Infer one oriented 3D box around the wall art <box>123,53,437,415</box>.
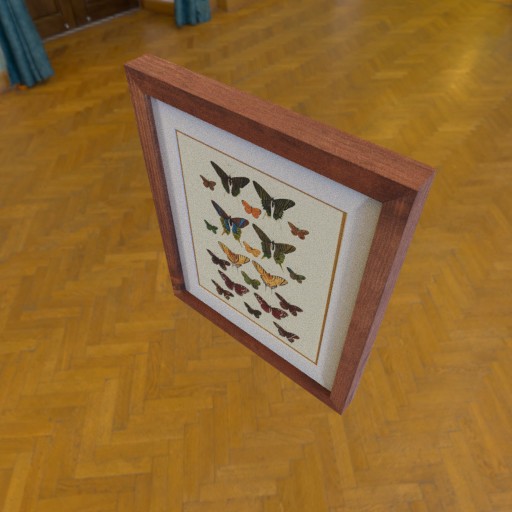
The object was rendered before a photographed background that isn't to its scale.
[{"bbox_3d":[0.000,0.000,0.623,0.377,0.449,0.039,31,54,25],"label":"wall art"}]
